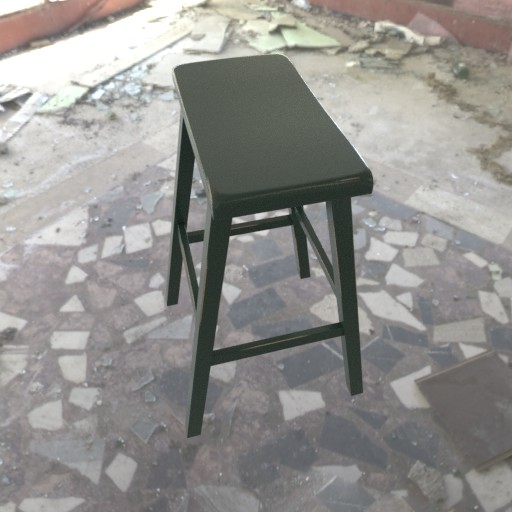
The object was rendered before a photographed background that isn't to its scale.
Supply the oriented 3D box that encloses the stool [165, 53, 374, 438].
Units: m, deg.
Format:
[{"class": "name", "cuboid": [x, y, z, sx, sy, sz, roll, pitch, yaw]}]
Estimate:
[{"class": "stool", "cuboid": [0.000, 0.000, 1.034, 0.476, 0.737, 0.457, -11, 48, -10]}]
